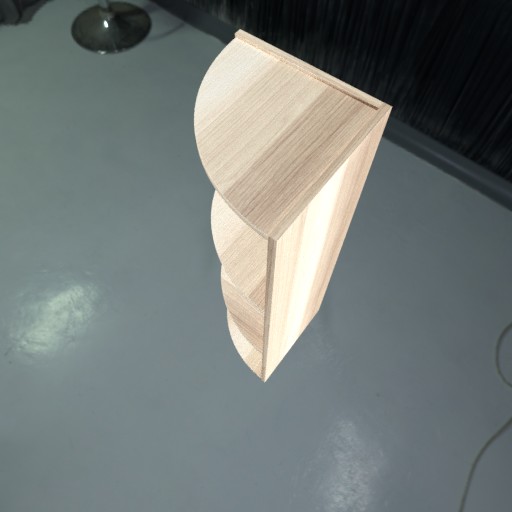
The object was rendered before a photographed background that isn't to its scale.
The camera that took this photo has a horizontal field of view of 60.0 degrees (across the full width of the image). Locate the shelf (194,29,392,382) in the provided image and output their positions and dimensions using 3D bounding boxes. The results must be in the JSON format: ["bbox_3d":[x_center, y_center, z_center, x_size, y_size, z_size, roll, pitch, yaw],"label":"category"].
[{"bbox_3d":[0.000,0.000,1.037,0.290,0.872,0.290,34,68,16],"label":"shelf"}]
